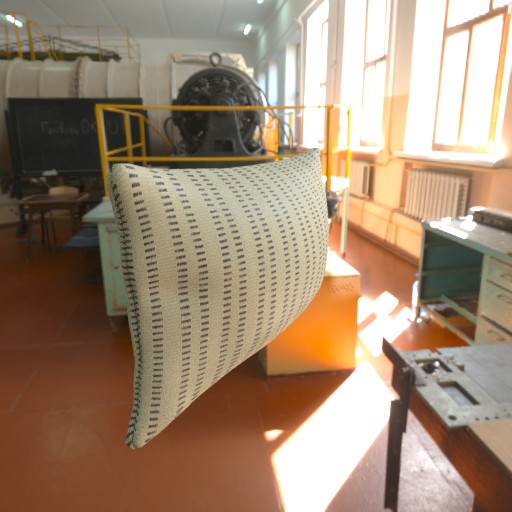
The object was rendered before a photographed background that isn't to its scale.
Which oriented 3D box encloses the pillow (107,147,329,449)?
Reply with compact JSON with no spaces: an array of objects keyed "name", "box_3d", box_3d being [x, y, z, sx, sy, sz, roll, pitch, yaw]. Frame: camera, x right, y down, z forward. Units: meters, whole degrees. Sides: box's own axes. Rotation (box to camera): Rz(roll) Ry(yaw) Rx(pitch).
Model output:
[{"name":"pillow","box_3d":[0.000,0.000,0.773,0.210,0.353,0.640,8,17,26]}]
